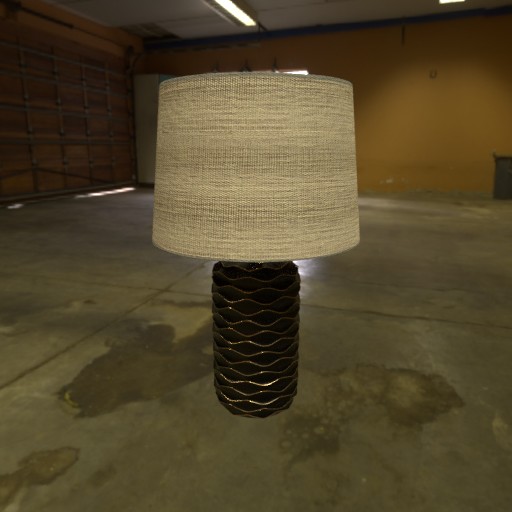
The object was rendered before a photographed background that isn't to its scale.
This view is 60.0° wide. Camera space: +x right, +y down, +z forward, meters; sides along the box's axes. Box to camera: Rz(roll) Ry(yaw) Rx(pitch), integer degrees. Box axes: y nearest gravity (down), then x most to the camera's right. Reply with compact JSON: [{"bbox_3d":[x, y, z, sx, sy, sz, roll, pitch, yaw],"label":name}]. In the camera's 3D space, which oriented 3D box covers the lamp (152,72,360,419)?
[{"bbox_3d":[0.000,0.000,0.831,0.376,0.594,0.376,0,14,0],"label":"lamp"}]
